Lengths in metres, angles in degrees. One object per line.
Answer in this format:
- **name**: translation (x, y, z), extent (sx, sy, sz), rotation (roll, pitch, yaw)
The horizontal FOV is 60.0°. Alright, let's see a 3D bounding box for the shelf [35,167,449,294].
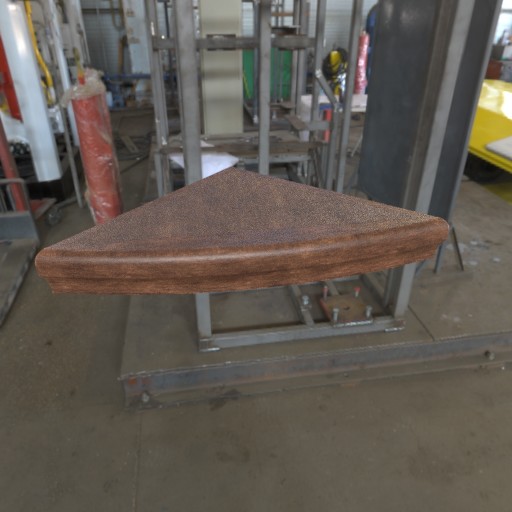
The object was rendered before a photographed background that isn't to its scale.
- **shelf**: translation (0.000, 0.000, 0.470), extent (0.310, 0.050, 0.310), rotation (20, 36, 30)
